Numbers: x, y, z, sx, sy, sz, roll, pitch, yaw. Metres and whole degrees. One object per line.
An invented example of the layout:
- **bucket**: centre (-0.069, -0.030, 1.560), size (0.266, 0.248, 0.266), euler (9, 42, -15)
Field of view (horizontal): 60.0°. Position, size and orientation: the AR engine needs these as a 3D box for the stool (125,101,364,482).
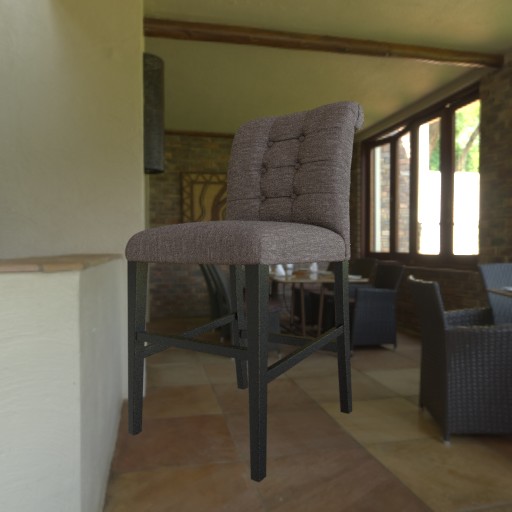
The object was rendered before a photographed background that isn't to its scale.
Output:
- **stool**: centre (0.000, 0.000, 1.315), size (0.457, 0.970, 0.611), euler (1, 1, 36)
